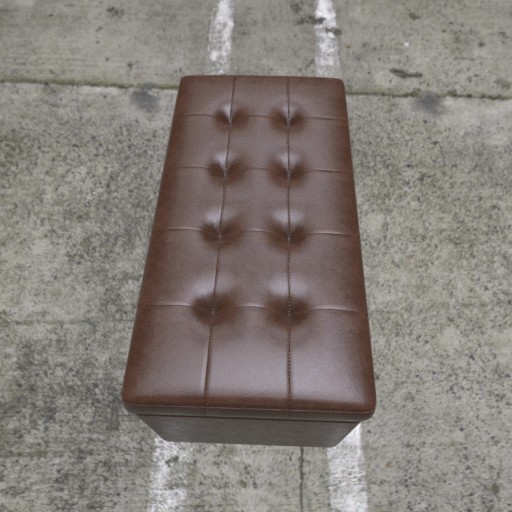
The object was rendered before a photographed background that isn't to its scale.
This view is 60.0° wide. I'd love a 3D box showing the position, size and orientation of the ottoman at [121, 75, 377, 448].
[{"bbox_3d":[0.000,0.000,1.111,0.432,0.470,0.838,2,59,1],"label":"ottoman"}]
